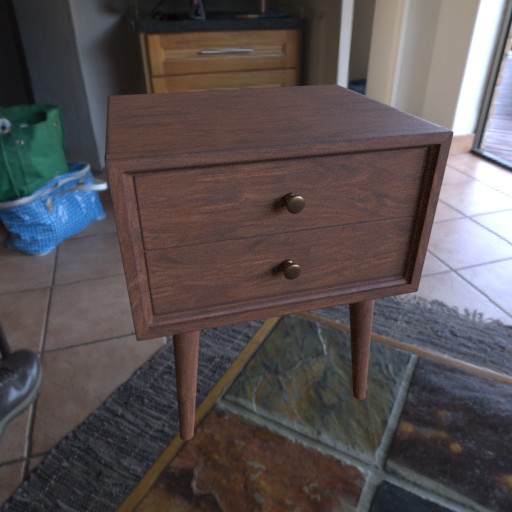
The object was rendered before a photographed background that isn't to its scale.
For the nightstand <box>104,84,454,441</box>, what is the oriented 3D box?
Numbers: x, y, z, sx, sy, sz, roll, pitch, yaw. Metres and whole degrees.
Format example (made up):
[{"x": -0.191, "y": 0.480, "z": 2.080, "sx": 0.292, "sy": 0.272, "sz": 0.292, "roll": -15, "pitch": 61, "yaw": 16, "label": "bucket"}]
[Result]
[{"x": 0.000, "y": 0.000, "z": 0.956, "sx": 0.521, "sy": 0.607, "sz": 0.445, "roll": -8, "pitch": 32, "yaw": -13, "label": "nightstand"}]
